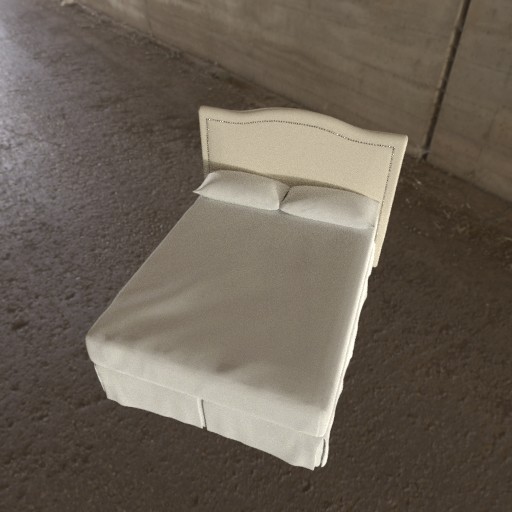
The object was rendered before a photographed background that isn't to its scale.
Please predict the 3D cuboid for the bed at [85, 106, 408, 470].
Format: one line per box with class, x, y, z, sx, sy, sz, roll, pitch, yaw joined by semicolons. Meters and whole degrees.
bed;0.000;0.000;3.301;1.753;1.460;2.143;13;42;15
